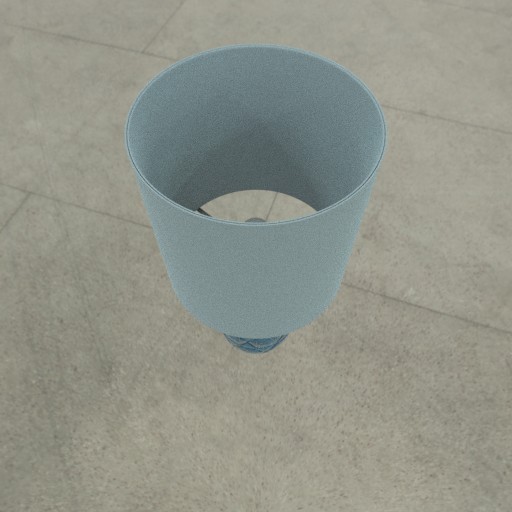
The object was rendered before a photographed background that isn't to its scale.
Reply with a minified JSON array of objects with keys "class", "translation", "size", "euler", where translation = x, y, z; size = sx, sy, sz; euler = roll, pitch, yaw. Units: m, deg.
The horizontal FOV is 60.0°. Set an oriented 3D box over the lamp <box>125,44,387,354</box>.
[{"class":"lamp","translation":[0.000,0.000,0.488],"size":[0.193,0.377,0.193],"euler":[-14,59,-9]}]
